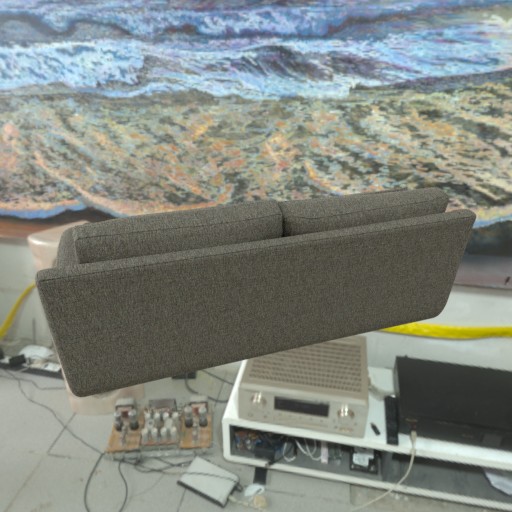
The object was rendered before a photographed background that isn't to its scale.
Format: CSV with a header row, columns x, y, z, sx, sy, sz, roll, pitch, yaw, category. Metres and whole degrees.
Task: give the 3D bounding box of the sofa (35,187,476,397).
x,y,z,sx,sy,sz,roll,pitch,yaw,category
0.000,0.000,2.871,2.418,0.998,1.103,-9,28,-17,sofa
